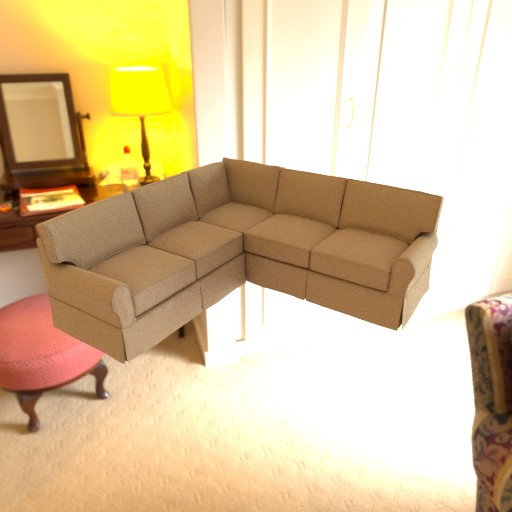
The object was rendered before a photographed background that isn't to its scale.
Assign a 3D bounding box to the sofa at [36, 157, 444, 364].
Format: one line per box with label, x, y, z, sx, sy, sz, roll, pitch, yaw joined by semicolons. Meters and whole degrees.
sofa;0.000;0.000;4.177;2.733;1.124;2.730;16;30;30
